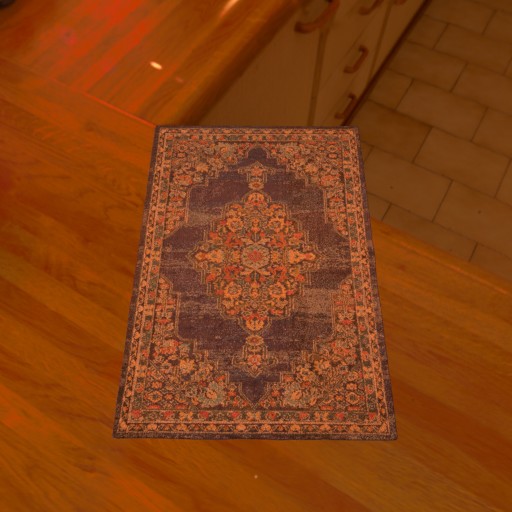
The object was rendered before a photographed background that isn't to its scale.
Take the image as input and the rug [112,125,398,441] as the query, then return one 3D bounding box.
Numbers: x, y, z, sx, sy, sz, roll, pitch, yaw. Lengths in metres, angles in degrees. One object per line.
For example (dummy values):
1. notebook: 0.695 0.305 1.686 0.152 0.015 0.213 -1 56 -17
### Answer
1. rug: 0.000 0.000 3.821 2.053 0.011 2.940 0 64 0
